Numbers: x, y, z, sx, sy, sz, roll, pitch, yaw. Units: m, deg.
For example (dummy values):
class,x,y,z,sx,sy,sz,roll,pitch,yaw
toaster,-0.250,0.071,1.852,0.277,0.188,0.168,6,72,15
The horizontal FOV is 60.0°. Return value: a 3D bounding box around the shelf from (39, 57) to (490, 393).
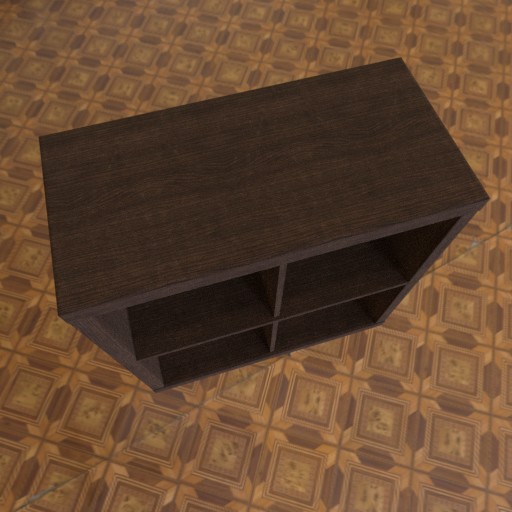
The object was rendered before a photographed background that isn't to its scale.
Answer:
class,x,y,z,sx,sy,sz,roll,pitch,yaw
shelf,0.000,0.000,1.206,0.790,0.786,0.390,-15,65,-7
